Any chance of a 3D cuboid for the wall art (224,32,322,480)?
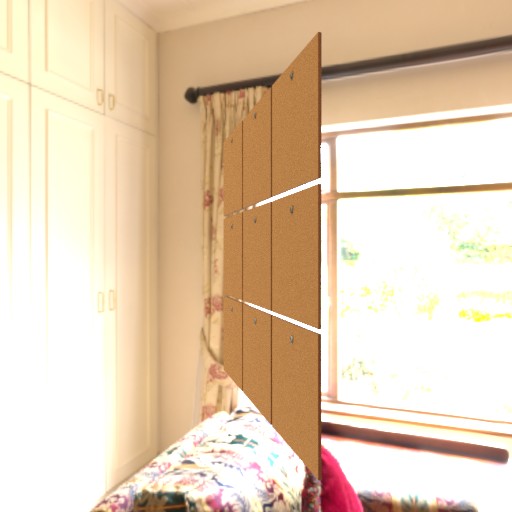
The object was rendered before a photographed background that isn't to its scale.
[{"bbox_3d":[0.000,0.000,2.250,0.019,1.532,1.533,0,0,-16],"label":"wall art"}]
